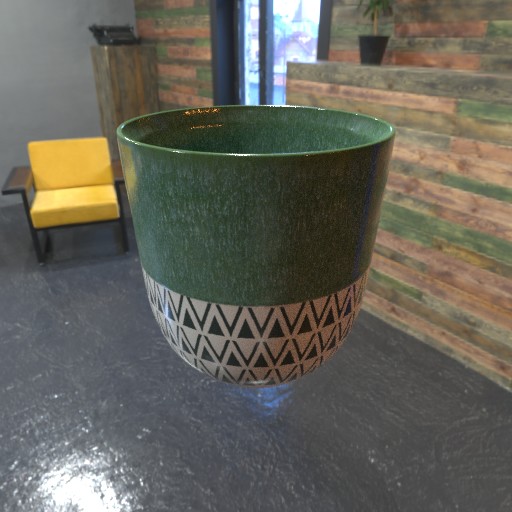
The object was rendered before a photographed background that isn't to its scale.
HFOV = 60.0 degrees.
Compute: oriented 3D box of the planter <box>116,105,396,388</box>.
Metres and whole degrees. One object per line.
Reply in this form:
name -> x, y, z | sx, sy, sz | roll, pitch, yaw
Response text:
planter -> 0.000, 0.000, 0.368 | 0.195, 0.214, 0.195 | 0, 26, 0
